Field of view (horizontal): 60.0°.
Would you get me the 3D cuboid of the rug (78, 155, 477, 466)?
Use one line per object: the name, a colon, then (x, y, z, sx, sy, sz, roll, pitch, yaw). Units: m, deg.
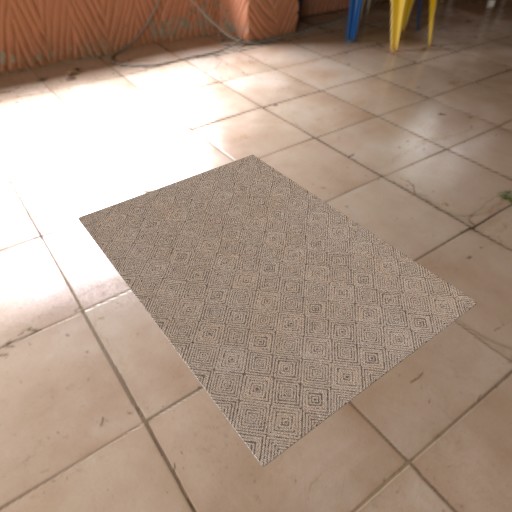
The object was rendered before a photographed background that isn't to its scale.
rug: (0.000, 0.000, 2.932, 1.593, 0.008, 2.238, -26, 48, -27)
